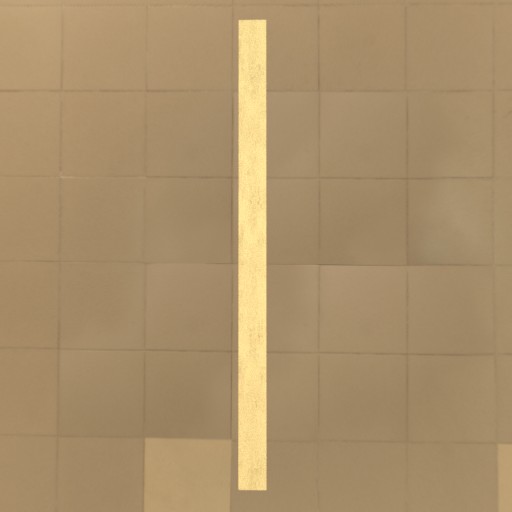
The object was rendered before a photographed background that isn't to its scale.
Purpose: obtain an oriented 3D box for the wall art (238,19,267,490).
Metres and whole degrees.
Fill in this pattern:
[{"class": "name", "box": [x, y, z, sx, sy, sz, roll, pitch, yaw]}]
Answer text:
[{"class": "wall art", "box": [0.000, 0.000, 0.691, 0.032, 0.380, 0.532, 0, 89, 1]}]
